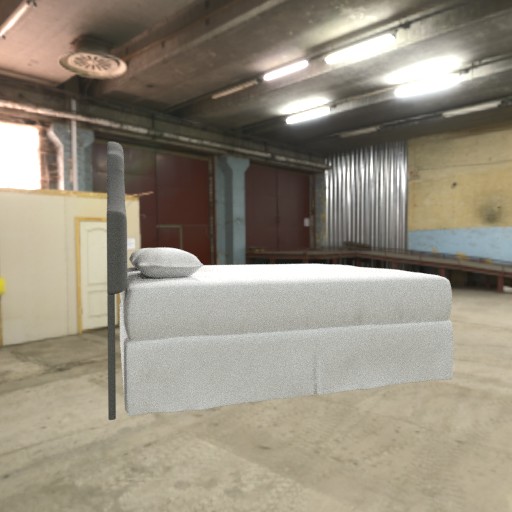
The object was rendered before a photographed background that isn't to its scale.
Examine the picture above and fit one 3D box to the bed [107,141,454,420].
[{"bbox_3d":[0.000,0.000,3.510,2.214,1.615,2.008,-1,2,-18],"label":"bed"}]
